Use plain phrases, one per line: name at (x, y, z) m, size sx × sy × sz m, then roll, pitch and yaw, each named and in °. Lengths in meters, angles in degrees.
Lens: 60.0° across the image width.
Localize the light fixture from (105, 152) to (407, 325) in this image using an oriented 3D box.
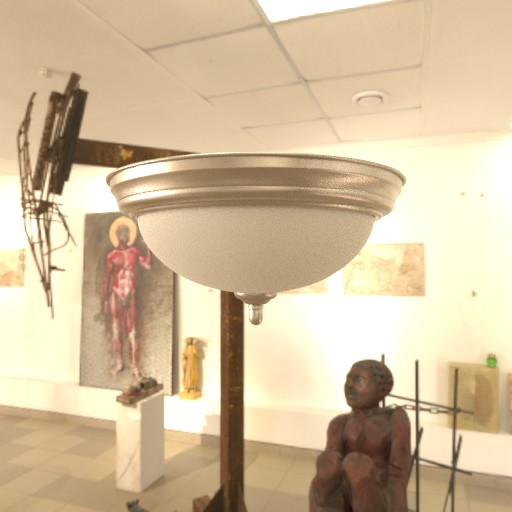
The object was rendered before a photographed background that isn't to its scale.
light fixture at (0.000, 0.000, 0.433) m, size 0.280 × 0.135 × 0.280 m, roll 0°, pitch -1°, yaw 0°
